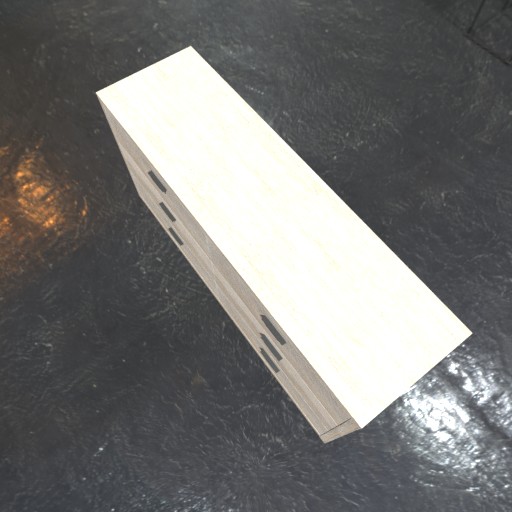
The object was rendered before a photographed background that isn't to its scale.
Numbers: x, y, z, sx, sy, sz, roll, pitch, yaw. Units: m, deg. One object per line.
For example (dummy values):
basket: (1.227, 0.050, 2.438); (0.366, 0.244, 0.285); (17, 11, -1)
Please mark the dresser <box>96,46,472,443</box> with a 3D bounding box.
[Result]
dresser: (0.000, 0.000, 1.925); (0.457, 0.914, 1.524); (-34, 69, -15)
